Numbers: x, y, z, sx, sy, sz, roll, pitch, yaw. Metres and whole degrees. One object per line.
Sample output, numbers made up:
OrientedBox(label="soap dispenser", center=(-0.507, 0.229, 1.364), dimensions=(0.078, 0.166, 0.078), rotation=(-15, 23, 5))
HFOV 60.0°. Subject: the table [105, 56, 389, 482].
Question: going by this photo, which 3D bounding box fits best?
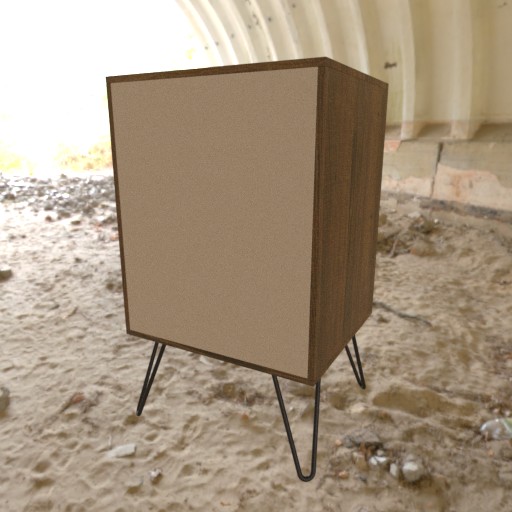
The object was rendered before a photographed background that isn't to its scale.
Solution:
OrientedBox(label="table", center=(0.000, 0.000, 1.167), dimensions=(0.526, 0.866, 0.457), rotation=(8, 17, 28))
